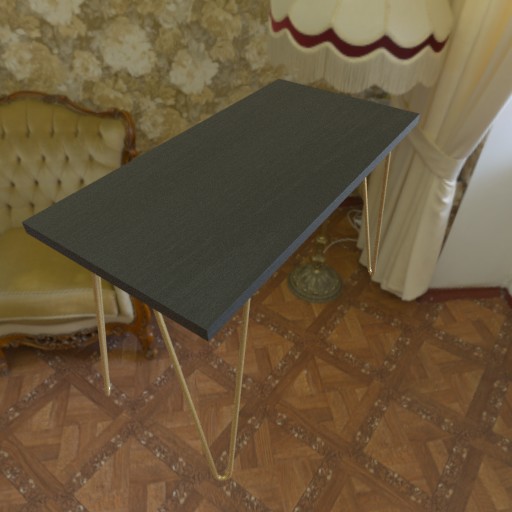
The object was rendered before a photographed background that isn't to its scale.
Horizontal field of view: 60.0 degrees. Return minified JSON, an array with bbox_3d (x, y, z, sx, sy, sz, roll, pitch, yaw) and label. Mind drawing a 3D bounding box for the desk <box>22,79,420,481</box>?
[{"bbox_3d":[0.000,0.000,1.339,0.499,0.660,0.991,25,47,25],"label":"desk"}]
